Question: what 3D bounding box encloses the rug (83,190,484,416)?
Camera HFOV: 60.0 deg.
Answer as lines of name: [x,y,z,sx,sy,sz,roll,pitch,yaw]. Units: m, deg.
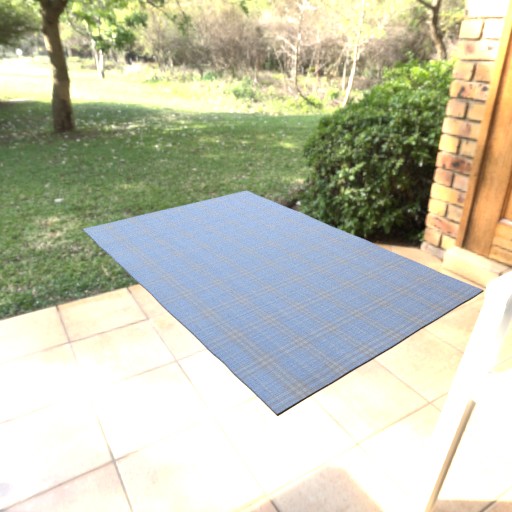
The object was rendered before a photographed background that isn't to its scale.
rug: [0.000,0.000,2.337,1.231,0.012,1.835,-19,32,-33]
